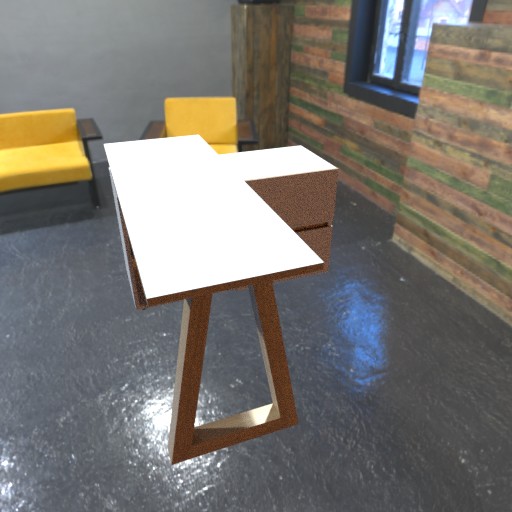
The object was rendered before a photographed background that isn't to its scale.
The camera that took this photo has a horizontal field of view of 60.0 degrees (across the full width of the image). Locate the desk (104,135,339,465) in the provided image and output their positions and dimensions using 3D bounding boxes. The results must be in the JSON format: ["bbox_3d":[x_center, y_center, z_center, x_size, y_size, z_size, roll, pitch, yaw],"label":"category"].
[{"bbox_3d":[0.000,0.000,2.006,1.098,0.755,1.404,-11,32,-18],"label":"desk"}]
